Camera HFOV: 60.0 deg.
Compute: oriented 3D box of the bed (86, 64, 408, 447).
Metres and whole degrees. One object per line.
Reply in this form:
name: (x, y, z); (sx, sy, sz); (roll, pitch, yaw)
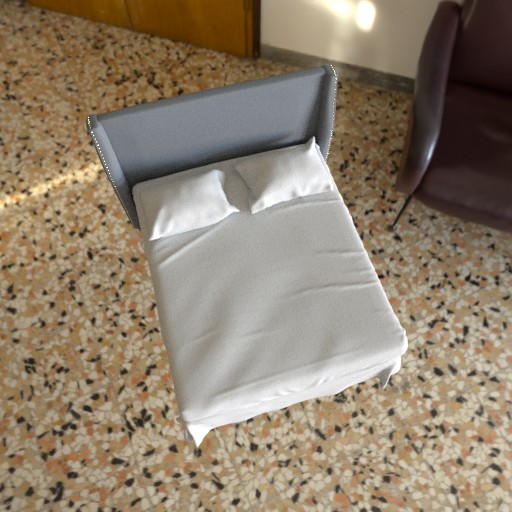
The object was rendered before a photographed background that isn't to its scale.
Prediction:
bed: (0.000, 0.000, 3.412); (1.925, 1.332, 2.276); (-15, 65, -7)
